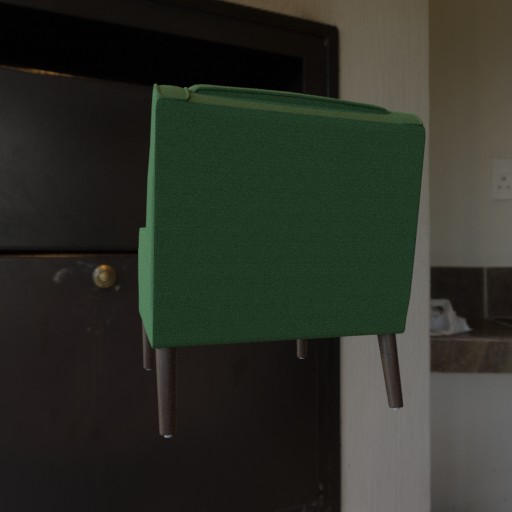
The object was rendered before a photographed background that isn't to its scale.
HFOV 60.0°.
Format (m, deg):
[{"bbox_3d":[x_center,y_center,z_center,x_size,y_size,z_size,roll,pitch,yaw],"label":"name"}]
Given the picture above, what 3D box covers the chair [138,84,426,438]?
[{"bbox_3d":[0.000,0.000,1.335,0.663,0.792,0.743,0,0,-17],"label":"chair"}]
